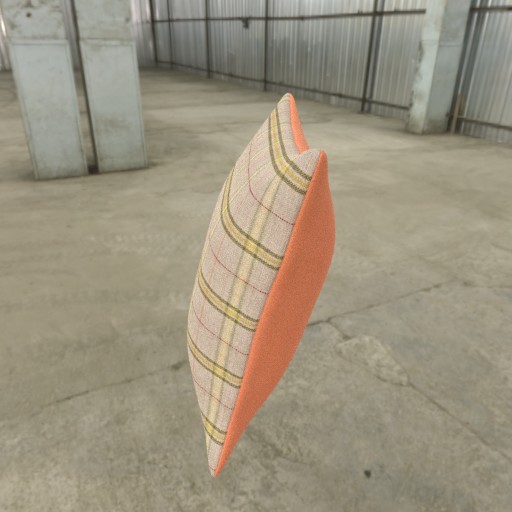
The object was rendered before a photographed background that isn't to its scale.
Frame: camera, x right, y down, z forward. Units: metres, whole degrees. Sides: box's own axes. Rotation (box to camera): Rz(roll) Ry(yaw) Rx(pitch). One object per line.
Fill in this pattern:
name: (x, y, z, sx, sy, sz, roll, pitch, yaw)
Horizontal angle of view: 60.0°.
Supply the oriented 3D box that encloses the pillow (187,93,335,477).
pillow: (0.000, 0.000, 0.684, 0.200, 0.430, 0.453, 0, 27, 0)
